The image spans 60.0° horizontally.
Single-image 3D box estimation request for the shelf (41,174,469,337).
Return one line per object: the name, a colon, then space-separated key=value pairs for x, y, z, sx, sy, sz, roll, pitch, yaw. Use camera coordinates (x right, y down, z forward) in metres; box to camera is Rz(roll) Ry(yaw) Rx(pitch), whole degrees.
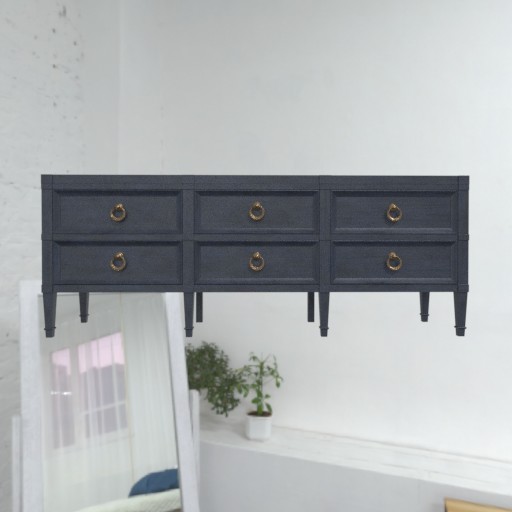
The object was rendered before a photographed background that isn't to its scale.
shelf: x=0.000 y=0.000 z=2.173 sx=1.878 sy=0.715 sz=0.471 roll=0 pitch=1 yaw=-1
